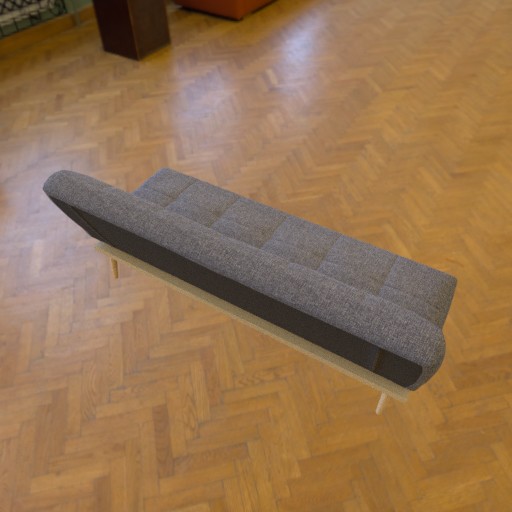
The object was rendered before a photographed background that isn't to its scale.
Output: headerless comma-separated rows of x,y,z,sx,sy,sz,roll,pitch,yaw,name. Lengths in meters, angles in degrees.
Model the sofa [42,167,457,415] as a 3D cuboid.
0.000,0.000,2.180,1.820,0.770,0.820,23,51,20,sofa
